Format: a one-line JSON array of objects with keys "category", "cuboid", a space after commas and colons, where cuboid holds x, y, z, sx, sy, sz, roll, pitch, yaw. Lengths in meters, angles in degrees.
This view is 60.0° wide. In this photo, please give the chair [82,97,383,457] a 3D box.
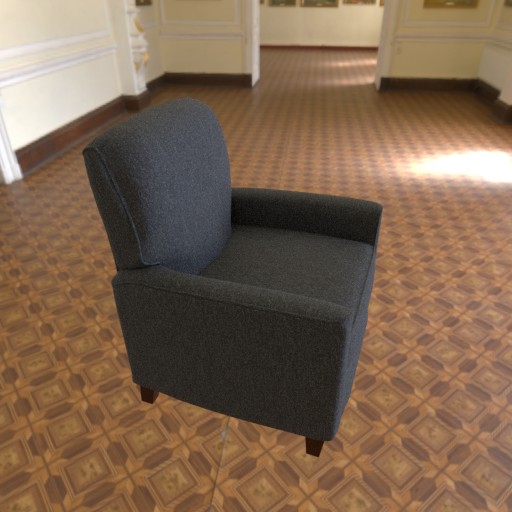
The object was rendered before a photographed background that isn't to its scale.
[{"category": "chair", "cuboid": [0.000, 0.000, 1.637, 0.850, 1.016, 0.839, 11, 33, 17]}]
